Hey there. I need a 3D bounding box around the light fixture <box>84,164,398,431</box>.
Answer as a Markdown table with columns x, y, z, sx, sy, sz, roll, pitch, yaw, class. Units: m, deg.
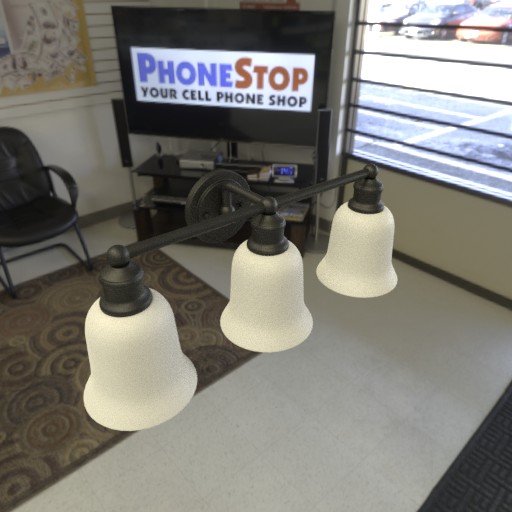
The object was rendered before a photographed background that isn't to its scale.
| x | y | z | sx | sy | sz | roll | pitch | yaw | class |
| --- | --- | --- | --- | --- | --- | --- | --- | --- | --- |
| 0.000 | 0.000 | 0.660 | 0.570 | 0.211 | 0.198 | -22 | 37 | -32 | light fixture |
